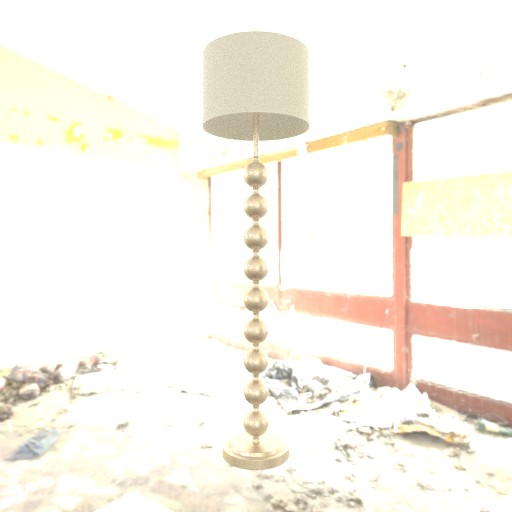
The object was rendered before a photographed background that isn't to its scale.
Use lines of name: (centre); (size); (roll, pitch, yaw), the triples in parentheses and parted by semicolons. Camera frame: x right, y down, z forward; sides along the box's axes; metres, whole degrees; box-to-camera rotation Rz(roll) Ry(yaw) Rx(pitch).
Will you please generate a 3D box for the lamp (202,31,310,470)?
lamp: (0.000, 0.000, 1.640); (0.394, 1.474, 0.394); (0, 1, -18)
